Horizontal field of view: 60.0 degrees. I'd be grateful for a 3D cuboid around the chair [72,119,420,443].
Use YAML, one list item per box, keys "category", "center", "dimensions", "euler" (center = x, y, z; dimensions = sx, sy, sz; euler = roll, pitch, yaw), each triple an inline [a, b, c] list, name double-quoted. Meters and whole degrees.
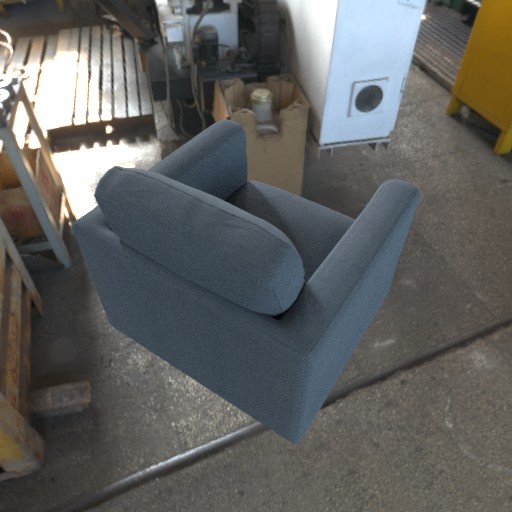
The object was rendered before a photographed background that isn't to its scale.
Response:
- category: "chair"
  center: [0.000, 0.000, 1.595]
  dimensions: [0.855, 0.922, 0.820]
  euler: [26, 52, 22]
